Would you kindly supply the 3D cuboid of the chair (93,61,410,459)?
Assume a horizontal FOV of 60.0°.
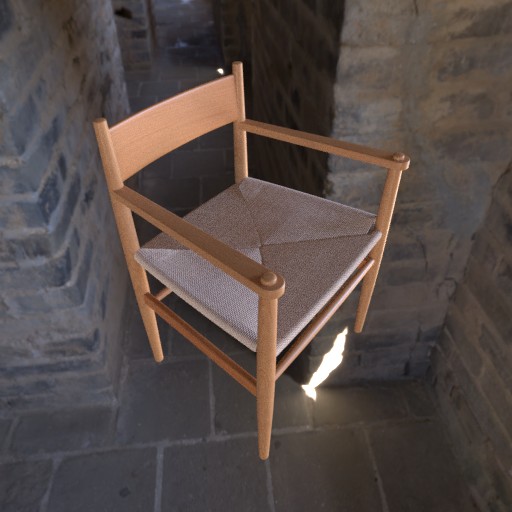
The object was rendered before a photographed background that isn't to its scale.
[{"bbox_3d":[0.000,0.000,1.135,0.495,0.762,0.556,27,48,27],"label":"chair"}]
